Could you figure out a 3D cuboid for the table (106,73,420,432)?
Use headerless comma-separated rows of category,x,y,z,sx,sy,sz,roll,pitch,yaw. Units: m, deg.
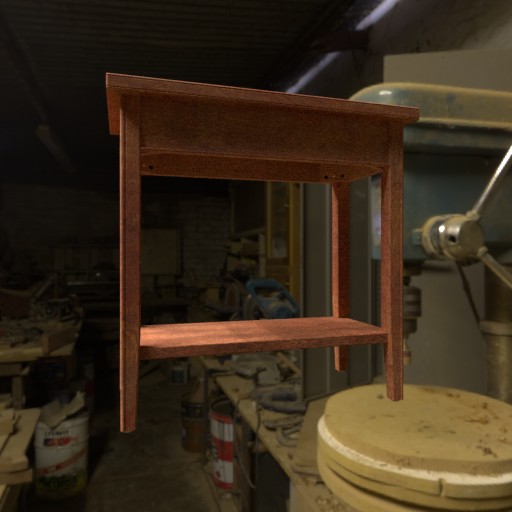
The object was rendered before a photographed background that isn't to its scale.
table,0.000,0.000,0.968,0.610,0.610,0.305,0,1,-17
